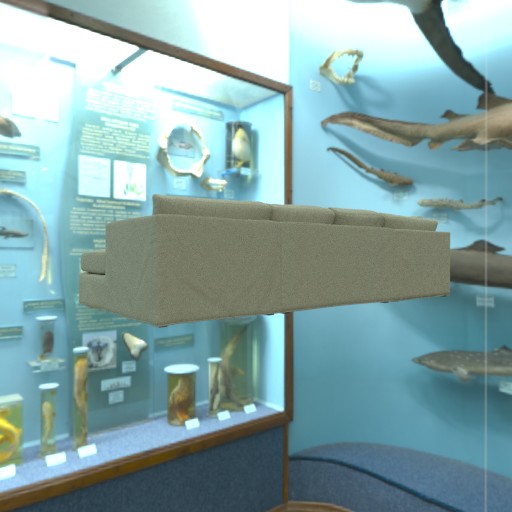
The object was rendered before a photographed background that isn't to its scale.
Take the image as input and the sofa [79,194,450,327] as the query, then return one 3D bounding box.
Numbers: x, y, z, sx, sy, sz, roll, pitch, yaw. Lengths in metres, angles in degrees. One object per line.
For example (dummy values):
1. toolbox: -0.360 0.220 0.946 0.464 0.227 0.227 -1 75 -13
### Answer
1. sofa: 0.000 0.000 4.691 3.460 0.882 2.427 0 0 -38
